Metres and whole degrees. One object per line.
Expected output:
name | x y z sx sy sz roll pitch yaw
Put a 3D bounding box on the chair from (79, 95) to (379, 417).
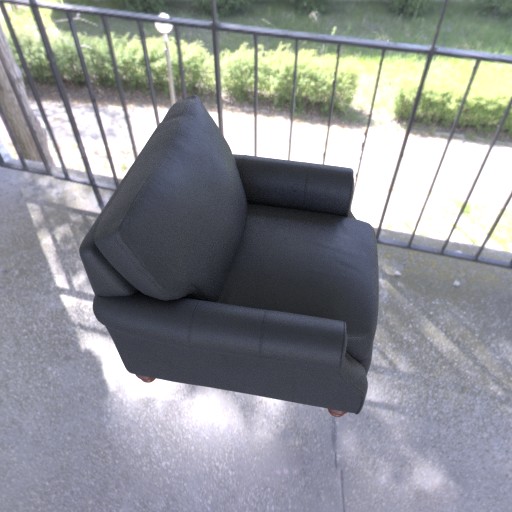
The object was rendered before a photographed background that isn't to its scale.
chair | 0.000 0.000 1.764 1.027 0.960 1.015 11 48 10
